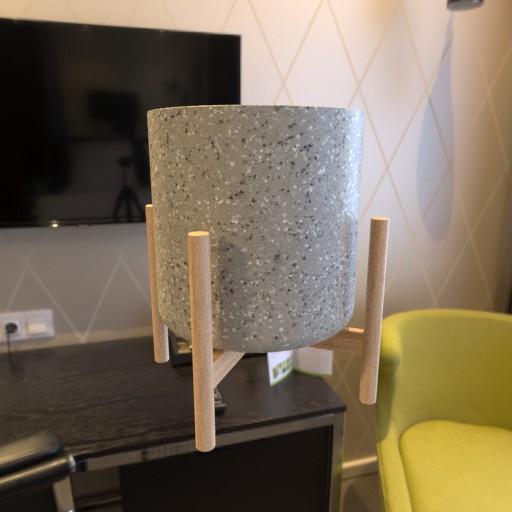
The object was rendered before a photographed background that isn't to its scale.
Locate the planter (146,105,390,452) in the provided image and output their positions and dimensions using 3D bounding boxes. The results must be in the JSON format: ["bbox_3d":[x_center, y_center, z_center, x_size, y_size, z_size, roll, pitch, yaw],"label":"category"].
[{"bbox_3d":[0.000,0.000,0.685,0.360,0.419,0.360,13,19,42],"label":"planter"}]
